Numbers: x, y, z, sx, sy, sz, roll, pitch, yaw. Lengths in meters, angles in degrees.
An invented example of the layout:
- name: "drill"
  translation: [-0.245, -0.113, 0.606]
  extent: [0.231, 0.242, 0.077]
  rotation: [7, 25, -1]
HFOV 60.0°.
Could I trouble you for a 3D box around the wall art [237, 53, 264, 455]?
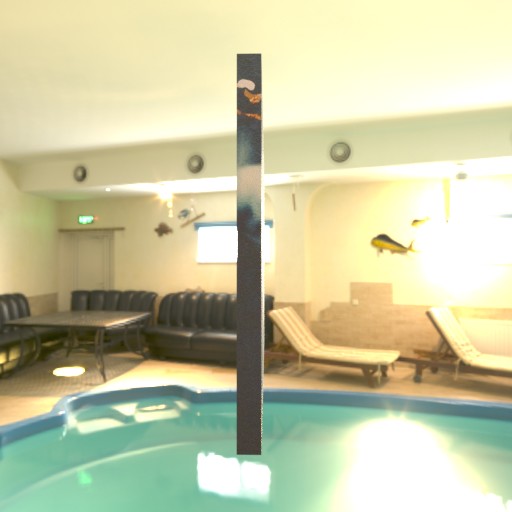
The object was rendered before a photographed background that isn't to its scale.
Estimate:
- name: "wall art"
  translation: [0.000, 0.000, 1.127]
  extent: [0.038, 0.608, 0.912]
  rotation: [0, 0, 1]
